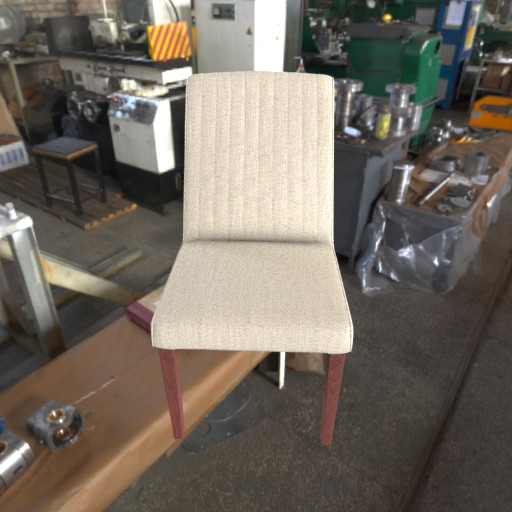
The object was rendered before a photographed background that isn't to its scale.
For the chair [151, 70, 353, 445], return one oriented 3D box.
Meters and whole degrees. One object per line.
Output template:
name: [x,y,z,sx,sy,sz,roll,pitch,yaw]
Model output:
chair: [0.000,0.000,1.258,0.480,0.900,0.594,1,31,2]
